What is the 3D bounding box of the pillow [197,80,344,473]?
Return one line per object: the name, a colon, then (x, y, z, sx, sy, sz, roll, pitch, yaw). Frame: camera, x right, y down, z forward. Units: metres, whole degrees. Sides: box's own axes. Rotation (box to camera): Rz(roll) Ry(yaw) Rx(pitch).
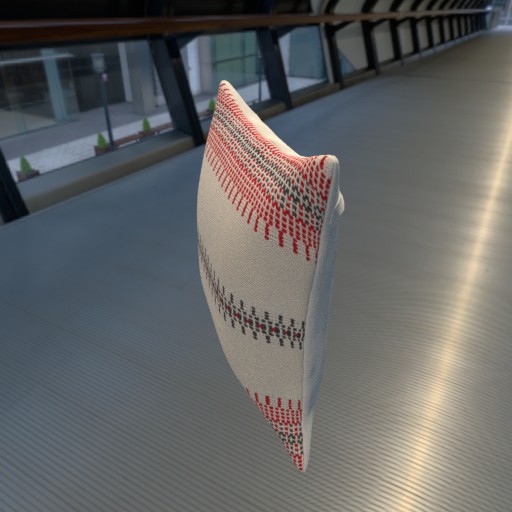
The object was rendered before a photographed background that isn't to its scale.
pillow: (0.000, 0.000, 0.694, 0.160, 0.454, 0.463, -8, 31, -14)
